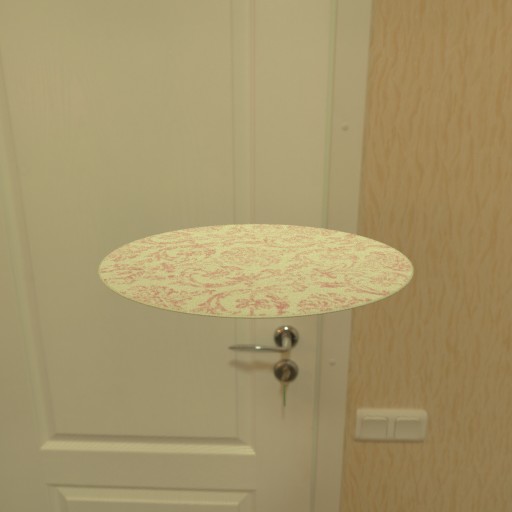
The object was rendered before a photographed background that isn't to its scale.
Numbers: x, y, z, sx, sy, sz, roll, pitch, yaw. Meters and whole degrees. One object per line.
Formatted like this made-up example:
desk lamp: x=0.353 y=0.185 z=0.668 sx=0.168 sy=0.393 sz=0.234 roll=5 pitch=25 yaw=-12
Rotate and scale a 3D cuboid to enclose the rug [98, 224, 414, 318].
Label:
rug: x=0.000 y=0.000 z=2.365 sx=1.593 sy=0.012 sz=1.593 roll=0 pitch=16 yaw=0
